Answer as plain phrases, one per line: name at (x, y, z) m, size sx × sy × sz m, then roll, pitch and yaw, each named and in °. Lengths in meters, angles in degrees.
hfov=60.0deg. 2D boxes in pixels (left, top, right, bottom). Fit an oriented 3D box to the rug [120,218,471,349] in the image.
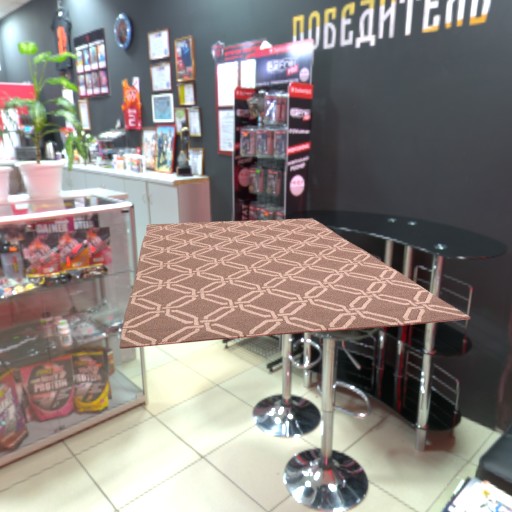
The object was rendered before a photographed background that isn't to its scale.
rug at (0.000, 0.000, 2.194) m, size 1.142 × 0.010 × 1.748 m, roll -3°, pitch 16°, yaw -10°
